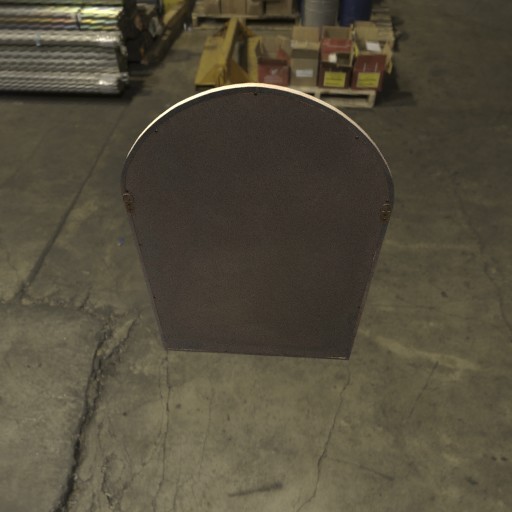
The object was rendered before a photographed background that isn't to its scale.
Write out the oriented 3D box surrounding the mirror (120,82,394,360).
[{"bbox_3d":[0.000,0.000,1.141,0.609,0.915,0.032,3,46,2],"label":"mirror"}]
